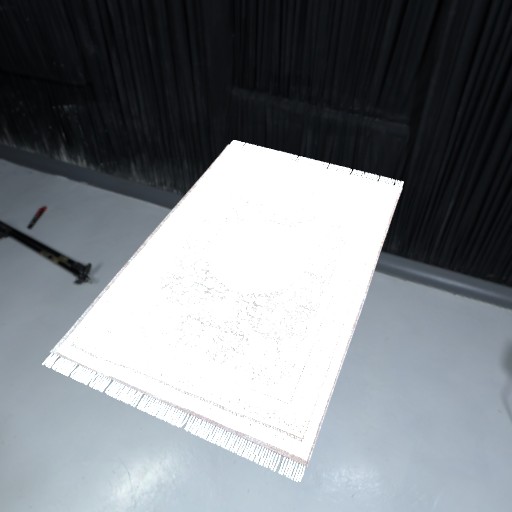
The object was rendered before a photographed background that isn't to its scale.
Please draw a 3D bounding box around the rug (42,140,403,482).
[{"bbox_3d":[0.000,0.000,2.991,1.528,0.010,2.440,18,49,16],"label":"rug"}]
